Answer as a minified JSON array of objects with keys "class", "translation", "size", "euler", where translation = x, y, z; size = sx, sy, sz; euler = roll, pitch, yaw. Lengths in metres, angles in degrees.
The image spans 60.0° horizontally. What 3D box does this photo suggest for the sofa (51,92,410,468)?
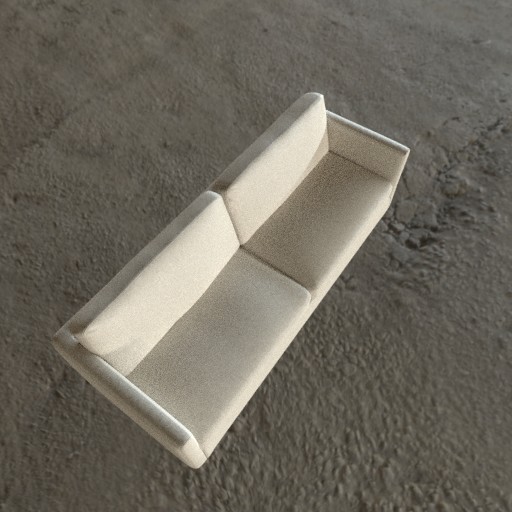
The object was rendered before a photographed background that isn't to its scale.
[{"class":"sofa","translation":[0.000,0.000,2.915],"size":[0.948,0.965,2.434],"euler":[31,62,19]}]
